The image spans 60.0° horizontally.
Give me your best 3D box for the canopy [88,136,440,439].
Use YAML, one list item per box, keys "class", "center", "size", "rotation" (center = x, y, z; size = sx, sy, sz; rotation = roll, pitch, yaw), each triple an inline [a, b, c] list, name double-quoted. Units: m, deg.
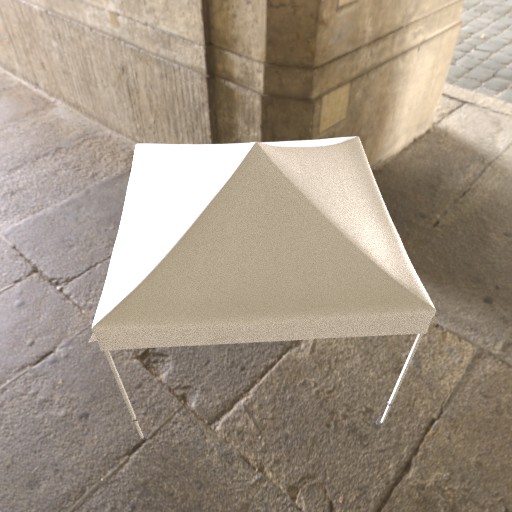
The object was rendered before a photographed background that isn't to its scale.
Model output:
- class: "canopy"
  center: [0.000, 0.000, 5.210]
  size: [2.996, 2.998, 2.994]
  rotation: [-3, 45, -3]
